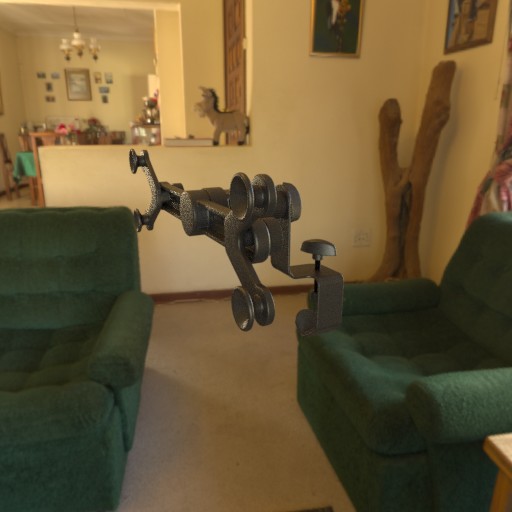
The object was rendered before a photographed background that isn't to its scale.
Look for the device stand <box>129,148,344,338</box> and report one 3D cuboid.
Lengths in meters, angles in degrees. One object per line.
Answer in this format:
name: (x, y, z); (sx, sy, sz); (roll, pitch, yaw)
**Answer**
device stand: (0.000, 0.000, 0.368); (0.142, 0.166, 0.270); (-8, 18, -25)
